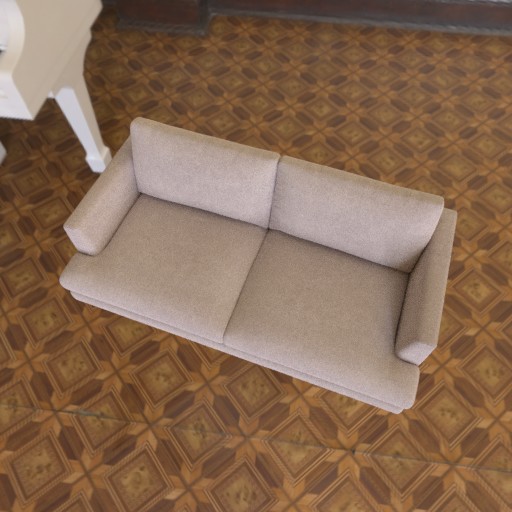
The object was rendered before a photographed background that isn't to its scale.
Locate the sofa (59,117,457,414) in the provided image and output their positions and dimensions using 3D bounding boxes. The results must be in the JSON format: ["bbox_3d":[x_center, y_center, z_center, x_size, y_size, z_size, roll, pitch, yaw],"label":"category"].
[{"bbox_3d":[0.000,0.000,2.473,1.948,0.868,1.020,17,59,11],"label":"sofa"}]
